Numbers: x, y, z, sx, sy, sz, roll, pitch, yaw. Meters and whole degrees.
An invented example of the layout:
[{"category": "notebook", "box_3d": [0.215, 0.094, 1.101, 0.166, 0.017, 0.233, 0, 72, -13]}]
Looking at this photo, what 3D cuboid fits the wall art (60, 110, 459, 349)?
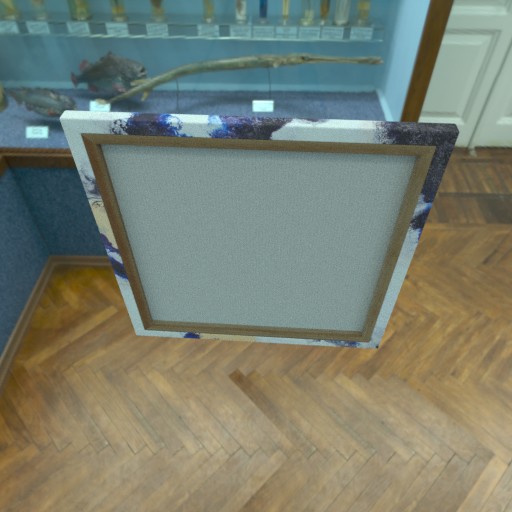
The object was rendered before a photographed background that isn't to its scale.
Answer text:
[{"category": "wall art", "box_3d": [0.000, 0.000, 1.313, 0.887, 0.885, 0.038, 3, 47, 3]}]
